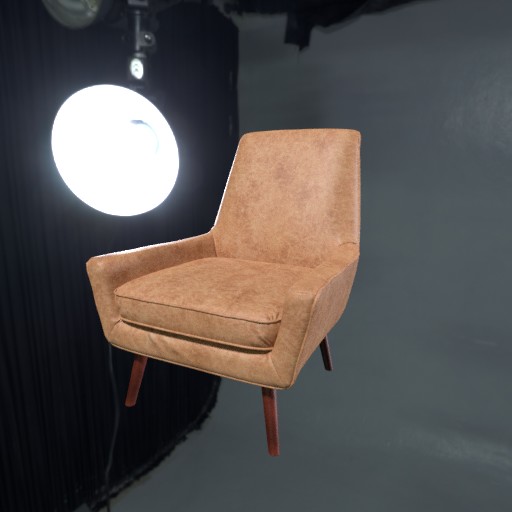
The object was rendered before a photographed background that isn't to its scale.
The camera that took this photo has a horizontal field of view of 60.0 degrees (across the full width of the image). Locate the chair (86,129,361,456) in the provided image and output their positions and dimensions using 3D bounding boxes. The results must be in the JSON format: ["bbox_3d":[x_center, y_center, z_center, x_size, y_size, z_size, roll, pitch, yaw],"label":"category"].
[{"bbox_3d":[0.000,0.000,1.530,0.753,0.883,0.851,6,14,28],"label":"chair"}]
